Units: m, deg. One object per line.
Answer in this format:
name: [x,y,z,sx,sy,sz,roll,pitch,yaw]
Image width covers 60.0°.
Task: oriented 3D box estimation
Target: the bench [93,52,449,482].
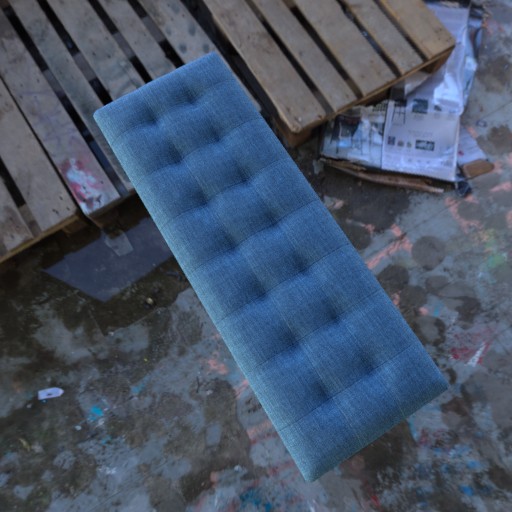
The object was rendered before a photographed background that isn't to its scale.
bench: [0.000,0.000,1.312,0.406,0.432,1.118,-31,77,-8]
